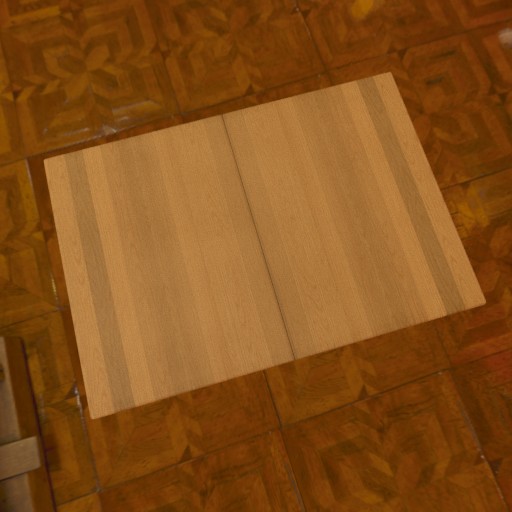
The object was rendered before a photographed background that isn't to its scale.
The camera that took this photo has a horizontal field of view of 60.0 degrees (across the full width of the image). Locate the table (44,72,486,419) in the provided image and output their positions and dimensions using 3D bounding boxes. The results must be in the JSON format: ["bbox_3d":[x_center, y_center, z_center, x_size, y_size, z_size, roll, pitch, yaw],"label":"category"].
[{"bbox_3d":[0.000,0.000,1.862,1.300,0.770,0.900,-15,76,-4],"label":"table"}]
